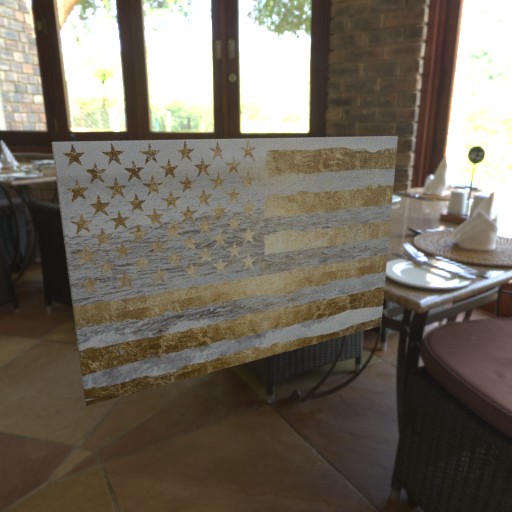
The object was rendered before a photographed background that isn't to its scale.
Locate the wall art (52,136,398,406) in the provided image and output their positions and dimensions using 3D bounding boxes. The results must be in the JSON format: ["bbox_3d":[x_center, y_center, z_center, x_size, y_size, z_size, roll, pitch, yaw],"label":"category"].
[{"bbox_3d":[0.000,0.000,1.192,0.932,0.610,0.027,-9,19,-27],"label":"wall art"}]
